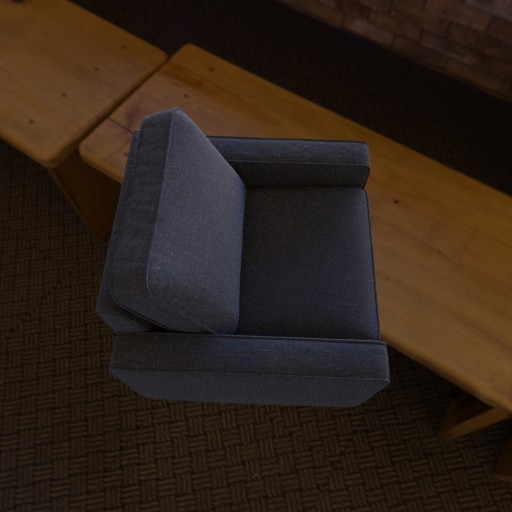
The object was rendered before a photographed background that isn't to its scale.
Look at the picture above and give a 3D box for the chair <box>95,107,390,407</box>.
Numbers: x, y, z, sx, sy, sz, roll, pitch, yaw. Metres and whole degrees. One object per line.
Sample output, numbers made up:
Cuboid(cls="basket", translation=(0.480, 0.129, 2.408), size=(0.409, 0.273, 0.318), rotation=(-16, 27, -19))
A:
Cuboid(cls="chair", translation=(0.000, 0.000, 1.741), size=(0.940, 0.919, 1.017), rotation=(2, 64, 1))
